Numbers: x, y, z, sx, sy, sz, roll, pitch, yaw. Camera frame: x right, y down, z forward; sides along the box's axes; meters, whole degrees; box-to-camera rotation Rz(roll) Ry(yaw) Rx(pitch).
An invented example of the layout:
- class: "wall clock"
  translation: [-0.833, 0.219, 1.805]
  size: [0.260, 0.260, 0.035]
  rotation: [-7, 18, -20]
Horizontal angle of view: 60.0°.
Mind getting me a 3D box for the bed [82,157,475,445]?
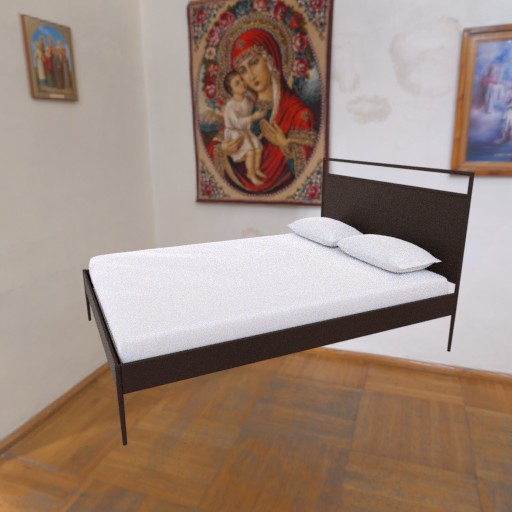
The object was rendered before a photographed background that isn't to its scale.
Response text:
- class: "bed"
  translation: [0.000, 0.000, 3.017]
  size: [2.122, 1.173, 1.572]
  rotation: [-8, 18, -24]
